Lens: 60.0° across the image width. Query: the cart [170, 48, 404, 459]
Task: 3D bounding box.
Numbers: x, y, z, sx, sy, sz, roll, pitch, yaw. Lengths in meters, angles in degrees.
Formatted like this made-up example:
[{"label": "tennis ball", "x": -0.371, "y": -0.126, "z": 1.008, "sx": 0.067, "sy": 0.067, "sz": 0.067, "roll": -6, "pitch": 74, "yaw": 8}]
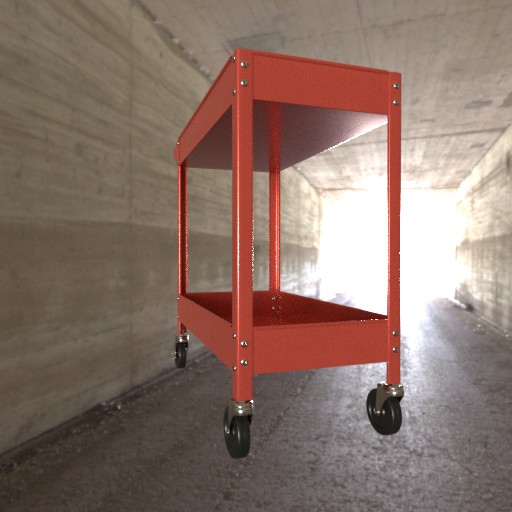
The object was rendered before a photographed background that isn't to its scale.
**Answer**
[{"label": "cart", "x": 0.000, "y": 0.000, "z": 1.168, "sx": 0.366, "sy": 0.719, "sz": 0.779, "roll": 0, "pitch": 1, "yaw": -19}]
